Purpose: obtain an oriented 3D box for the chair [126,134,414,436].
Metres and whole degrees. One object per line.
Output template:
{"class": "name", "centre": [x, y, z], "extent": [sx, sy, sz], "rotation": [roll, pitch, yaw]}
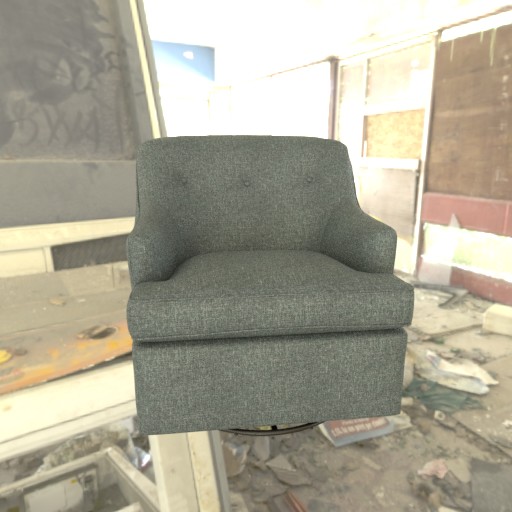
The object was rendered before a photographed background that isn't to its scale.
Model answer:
{"class": "chair", "centre": [0.000, 0.000, 1.576], "extent": [0.864, 0.856, 0.923], "rotation": [-2, 14, -7]}
